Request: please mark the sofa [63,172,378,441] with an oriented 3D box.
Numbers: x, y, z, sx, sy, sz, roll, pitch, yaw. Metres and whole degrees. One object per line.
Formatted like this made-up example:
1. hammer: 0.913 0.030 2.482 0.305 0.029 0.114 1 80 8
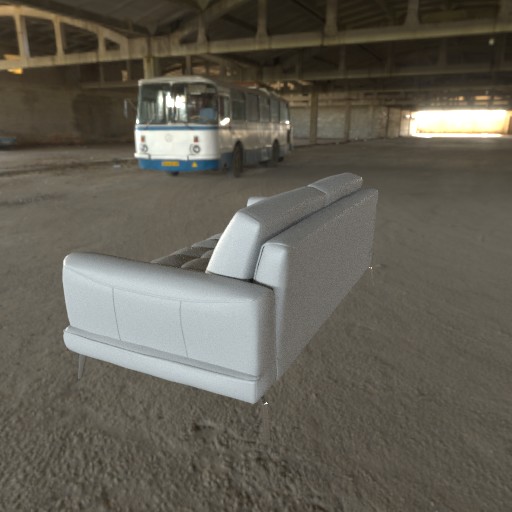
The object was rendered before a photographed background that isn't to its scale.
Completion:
1. sofa: 0.000 0.000 2.791 1.121 0.930 2.177 8 18 25
